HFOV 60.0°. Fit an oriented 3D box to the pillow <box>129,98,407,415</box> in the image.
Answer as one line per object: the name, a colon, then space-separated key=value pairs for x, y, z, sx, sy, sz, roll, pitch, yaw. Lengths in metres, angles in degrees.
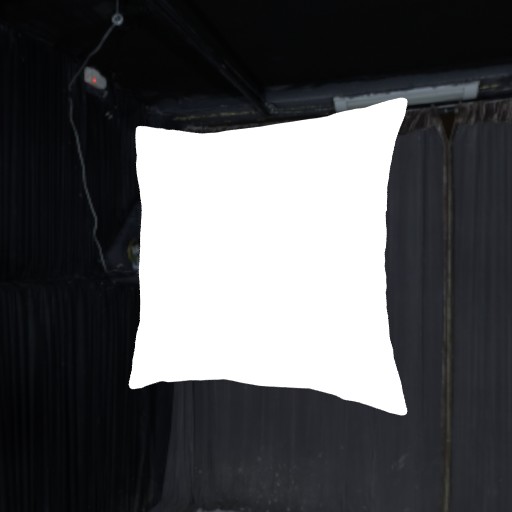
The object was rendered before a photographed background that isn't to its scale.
pillow: x=0.000 y=0.000 z=0.670 sx=0.433 sy=0.436 sz=0.173 roll=0 pitch=0 yaw=19
